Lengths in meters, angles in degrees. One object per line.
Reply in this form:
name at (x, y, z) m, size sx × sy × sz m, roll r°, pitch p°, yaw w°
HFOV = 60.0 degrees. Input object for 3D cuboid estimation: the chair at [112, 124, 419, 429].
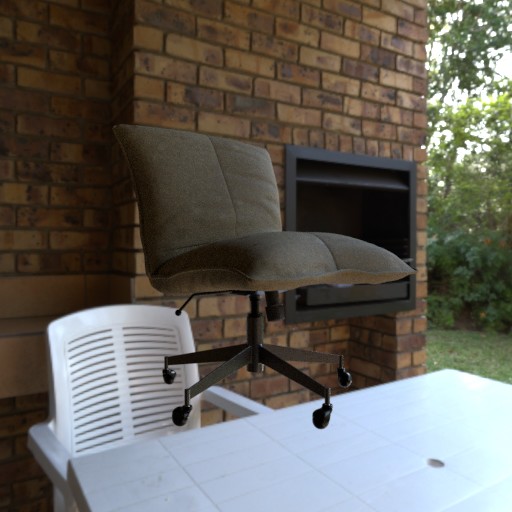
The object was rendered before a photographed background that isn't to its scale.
chair at (0.000, 0.000, 1.265) m, size 0.597 × 0.811 × 0.696 m, roll -1°, pitch 1°, yaw -37°
